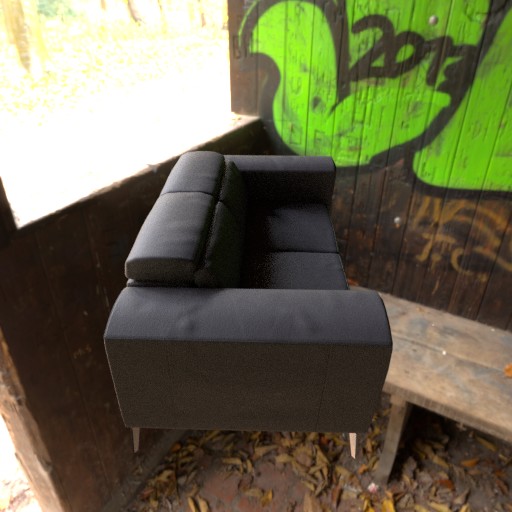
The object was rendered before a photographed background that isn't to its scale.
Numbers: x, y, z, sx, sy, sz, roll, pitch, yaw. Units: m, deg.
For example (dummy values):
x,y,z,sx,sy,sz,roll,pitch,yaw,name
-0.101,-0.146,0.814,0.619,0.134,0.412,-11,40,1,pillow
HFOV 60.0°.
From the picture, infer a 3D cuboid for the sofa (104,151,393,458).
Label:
x,y,z,sx,sy,sz,roll,pitch,yaw,name
0.000,0.000,2.392,1.003,0.779,1.895,1,32,1,sofa
